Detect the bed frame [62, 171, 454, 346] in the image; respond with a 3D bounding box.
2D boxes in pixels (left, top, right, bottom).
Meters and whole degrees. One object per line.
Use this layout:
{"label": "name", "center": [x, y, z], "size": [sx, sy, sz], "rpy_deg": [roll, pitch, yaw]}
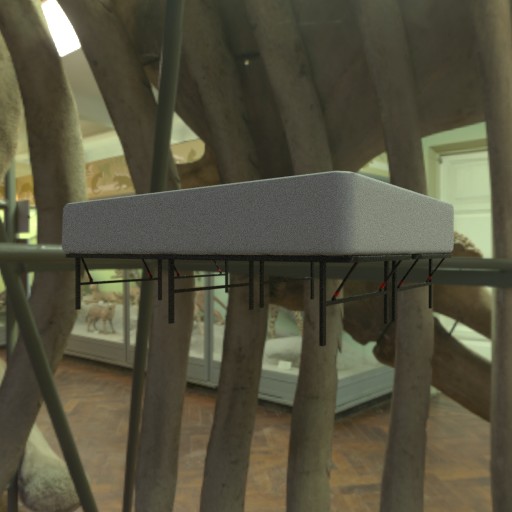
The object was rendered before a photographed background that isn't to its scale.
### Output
{"label": "bed frame", "center": [0.000, 0.000, 2.838], "size": [2.037, 0.677, 1.528], "rpy_deg": [1, 1, 38]}
